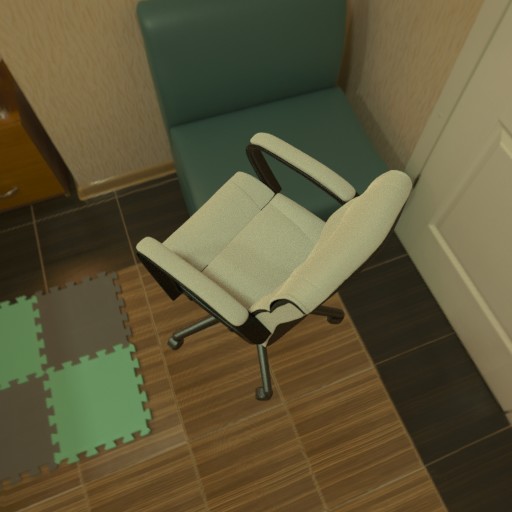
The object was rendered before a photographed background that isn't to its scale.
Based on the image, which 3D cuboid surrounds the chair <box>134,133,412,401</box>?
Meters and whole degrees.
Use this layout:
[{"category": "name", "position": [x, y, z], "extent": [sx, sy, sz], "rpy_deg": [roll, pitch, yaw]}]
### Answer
[{"category": "chair", "position": [0.000, 0.000, 1.501], "extent": [0.717, 1.004, 0.739], "rpy_deg": [37, 69, 17]}]
